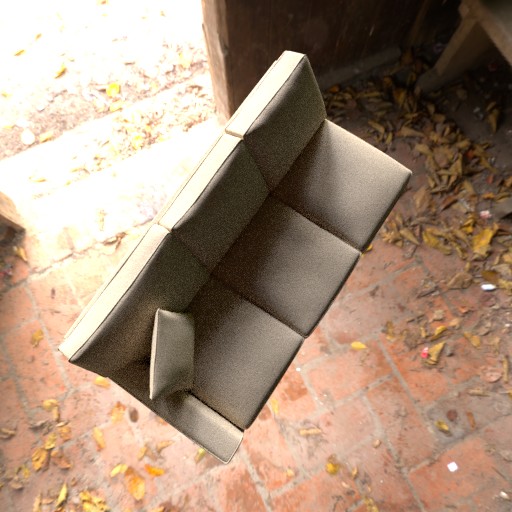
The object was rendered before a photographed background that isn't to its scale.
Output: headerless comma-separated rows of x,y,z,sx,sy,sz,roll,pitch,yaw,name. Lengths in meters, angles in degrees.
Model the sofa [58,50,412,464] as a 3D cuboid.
0.000,0.000,2.552,1.034,0.946,1.962,33,78,8,sofa
